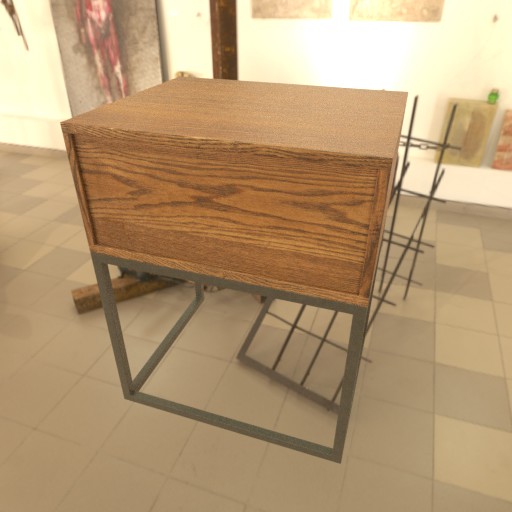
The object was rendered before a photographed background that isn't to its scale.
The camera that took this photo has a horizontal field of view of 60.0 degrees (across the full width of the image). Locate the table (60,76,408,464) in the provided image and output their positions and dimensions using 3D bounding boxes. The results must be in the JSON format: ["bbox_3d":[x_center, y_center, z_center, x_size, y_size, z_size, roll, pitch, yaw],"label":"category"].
[{"bbox_3d":[0.000,0.000,0.916,0.482,0.610,0.400,10,33,16],"label":"table"}]
